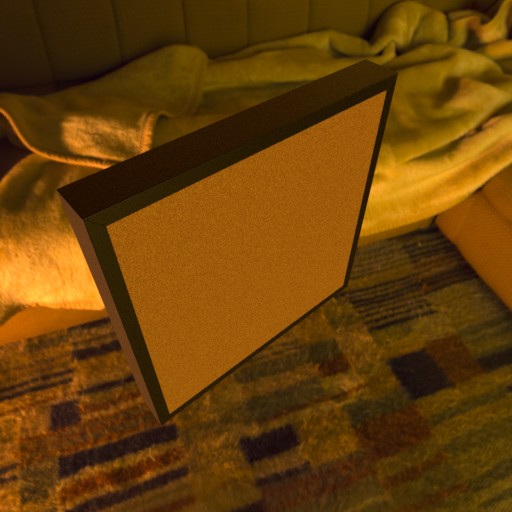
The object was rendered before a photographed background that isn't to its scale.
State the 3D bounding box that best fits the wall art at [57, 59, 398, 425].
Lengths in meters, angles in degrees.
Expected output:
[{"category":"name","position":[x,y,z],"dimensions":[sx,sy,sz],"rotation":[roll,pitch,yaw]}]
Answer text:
[{"category":"wall art","position":[0.000,0.000,0.452],"dimensions":[0.304,0.304,0.038],"rotation":[-32,54,-26]}]
